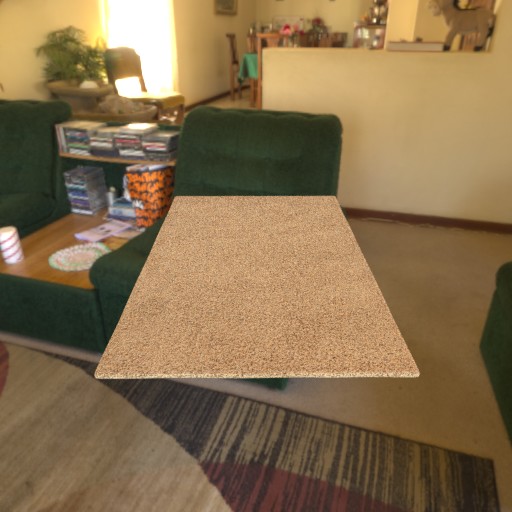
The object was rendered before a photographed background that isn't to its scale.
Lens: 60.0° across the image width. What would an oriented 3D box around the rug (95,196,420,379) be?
[{"bbox_3d":[0.000,0.000,3.144,1.524,0.030,2.438,0,27,0],"label":"rug"}]
